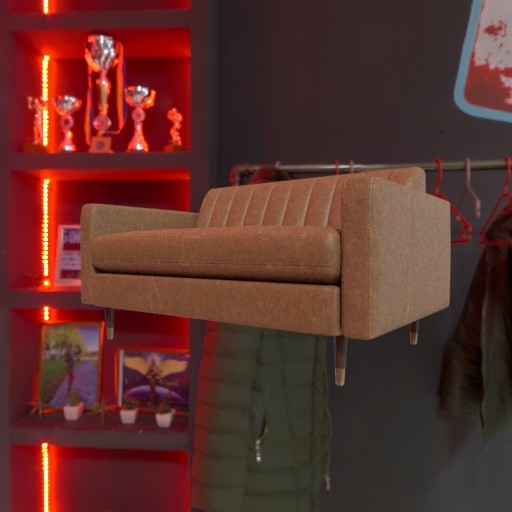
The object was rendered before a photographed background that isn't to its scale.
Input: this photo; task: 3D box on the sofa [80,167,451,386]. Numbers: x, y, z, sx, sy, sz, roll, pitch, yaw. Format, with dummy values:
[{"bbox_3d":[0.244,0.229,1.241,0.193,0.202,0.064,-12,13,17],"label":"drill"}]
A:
[{"bbox_3d":[0.000,0.000,2.101,1.549,0.820,0.960,1,1,37],"label":"sofa"}]
